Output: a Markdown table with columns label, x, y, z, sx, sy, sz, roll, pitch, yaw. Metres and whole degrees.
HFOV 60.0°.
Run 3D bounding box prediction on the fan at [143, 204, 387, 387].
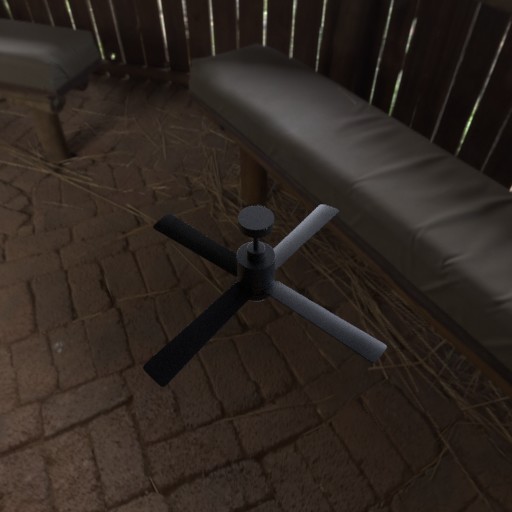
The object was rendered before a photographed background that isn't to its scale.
| label | x | y | z | sx | sy | sz | roll | pitch | yaw |
| --- | --- | --- | --- | --- | --- | --- | --- | --- | --- |
| fan | 0.000 | 0.000 | 2.298 | 1.525 | 0.534 | 1.525 | 31 | 54 | 26 |
